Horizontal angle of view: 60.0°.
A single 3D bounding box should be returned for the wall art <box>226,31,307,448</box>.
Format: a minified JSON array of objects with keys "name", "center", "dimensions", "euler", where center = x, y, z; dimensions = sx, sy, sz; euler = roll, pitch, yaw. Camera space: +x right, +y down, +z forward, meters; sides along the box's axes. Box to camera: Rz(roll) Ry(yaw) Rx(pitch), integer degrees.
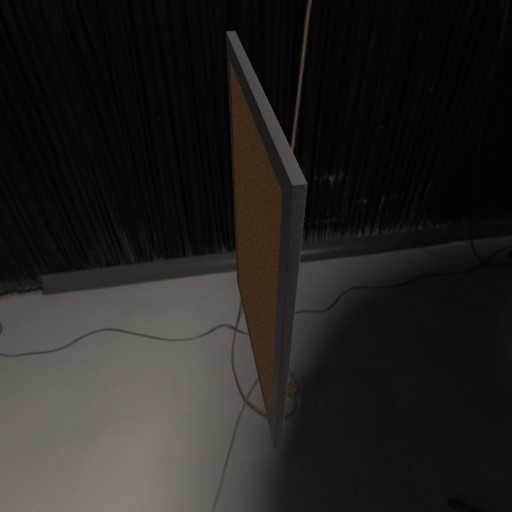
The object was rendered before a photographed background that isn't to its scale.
[{"name":"wall art","center":[0.000,0.000,0.687],"dimensions":[0.013,0.534,0.380],"euler":[-8,45,-8]}]
